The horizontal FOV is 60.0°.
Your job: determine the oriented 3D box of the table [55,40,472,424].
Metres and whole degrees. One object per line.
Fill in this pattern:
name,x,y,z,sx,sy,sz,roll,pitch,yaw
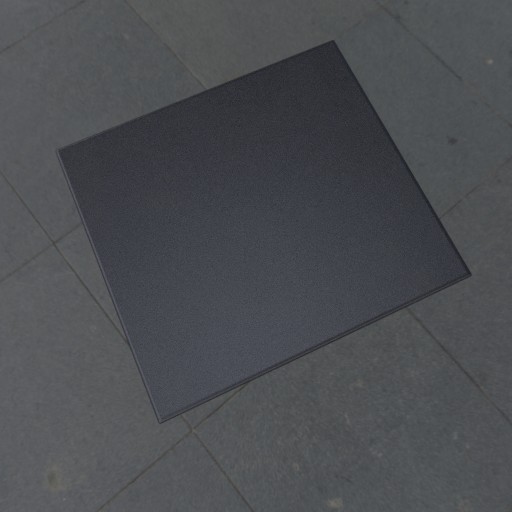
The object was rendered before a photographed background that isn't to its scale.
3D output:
table,0.000,0.000,0.936,0.488,0.565,0.442,-24,77,-6
